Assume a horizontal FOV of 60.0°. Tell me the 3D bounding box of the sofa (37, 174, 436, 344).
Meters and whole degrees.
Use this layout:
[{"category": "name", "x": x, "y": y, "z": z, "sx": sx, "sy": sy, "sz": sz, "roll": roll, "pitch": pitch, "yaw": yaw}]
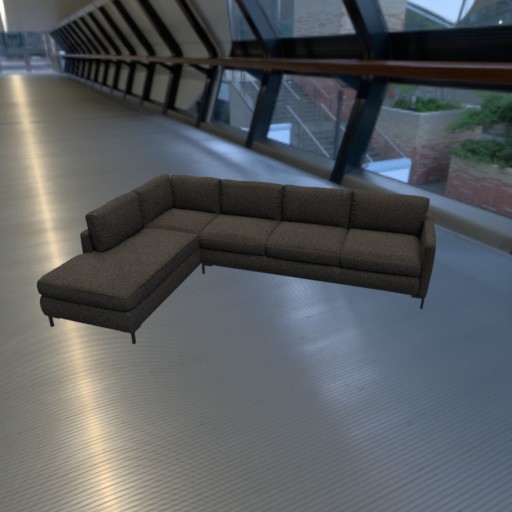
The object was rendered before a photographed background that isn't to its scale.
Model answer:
[{"category": "sofa", "x": 0.000, "y": 0.000, "z": 3.840, "sx": 2.949, "sy": 0.815, "sz": 2.007, "roll": 8, "pitch": 27, "yaw": 16}]
